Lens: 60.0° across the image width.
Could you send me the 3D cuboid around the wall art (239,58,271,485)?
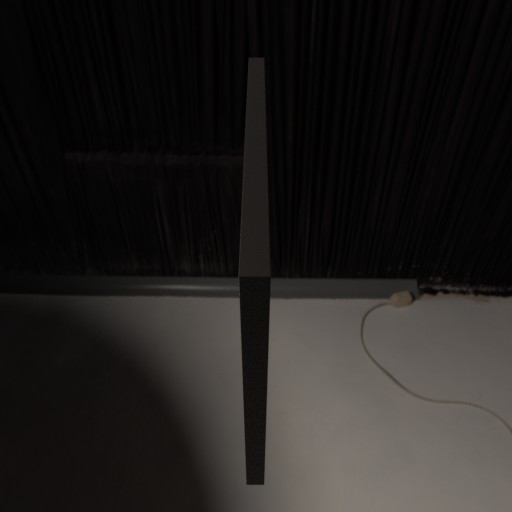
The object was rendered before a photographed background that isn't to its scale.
[{"bbox_3d":[0.000,0.000,0.747,0.028,0.460,0.561,0,42,0],"label":"wall art"}]
